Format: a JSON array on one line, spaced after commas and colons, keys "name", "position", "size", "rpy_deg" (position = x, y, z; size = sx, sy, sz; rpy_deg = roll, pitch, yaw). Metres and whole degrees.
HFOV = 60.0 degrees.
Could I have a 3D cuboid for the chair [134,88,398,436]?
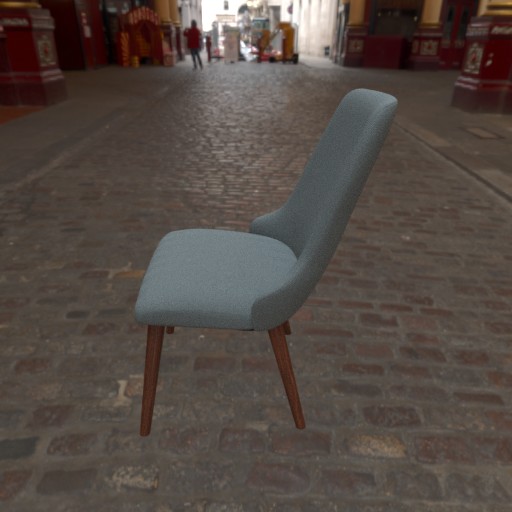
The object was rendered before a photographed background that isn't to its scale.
[{"name": "chair", "position": [0.000, 0.000, 1.336], "size": [0.707, 0.918, 0.535], "rpy_deg": [0, 27, 0]}]
